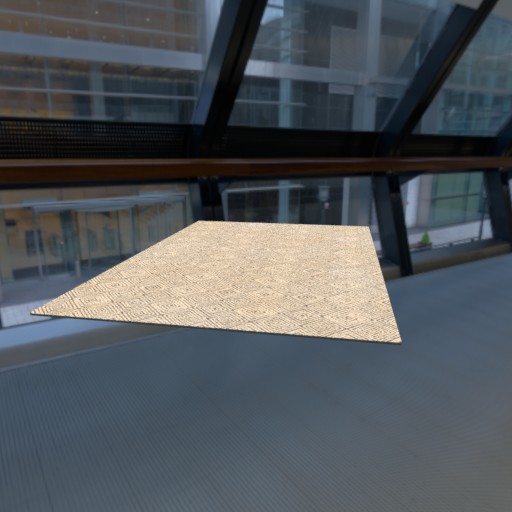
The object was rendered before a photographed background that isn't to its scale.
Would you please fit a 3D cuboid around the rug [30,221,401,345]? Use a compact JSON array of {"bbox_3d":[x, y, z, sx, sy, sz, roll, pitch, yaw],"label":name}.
[{"bbox_3d":[0.000,0.000,2.196,1.175,0.008,1.783,3,15,11],"label":"rug"}]
